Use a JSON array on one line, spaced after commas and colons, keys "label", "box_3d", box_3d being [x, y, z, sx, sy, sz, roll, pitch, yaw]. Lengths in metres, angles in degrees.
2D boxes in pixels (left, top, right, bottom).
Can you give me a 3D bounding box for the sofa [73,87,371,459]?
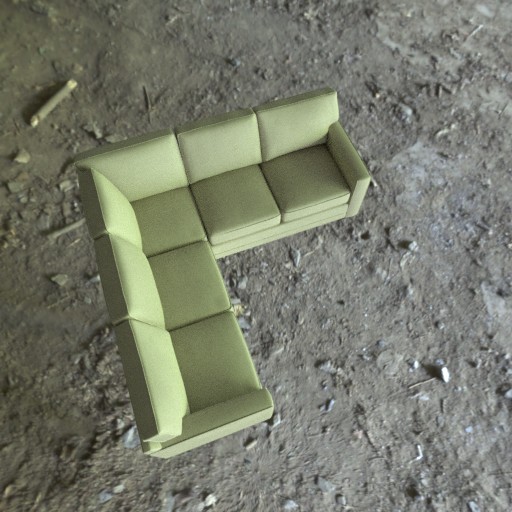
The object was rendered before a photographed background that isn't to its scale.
[{"label": "sofa", "box_3d": [0.000, 0.000, 3.378, 2.189, 0.939, 2.182, -18, 65, -9]}]
